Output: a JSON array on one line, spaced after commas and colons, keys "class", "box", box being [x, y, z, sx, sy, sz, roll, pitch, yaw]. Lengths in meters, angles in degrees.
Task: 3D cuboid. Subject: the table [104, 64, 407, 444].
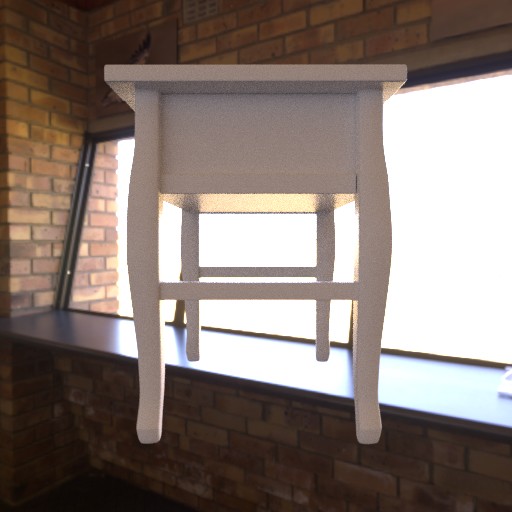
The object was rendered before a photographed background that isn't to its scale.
[{"class": "table", "box": [0.000, 0.000, 0.983, 0.463, 0.605, 0.599, 0, 2, 0]}]
